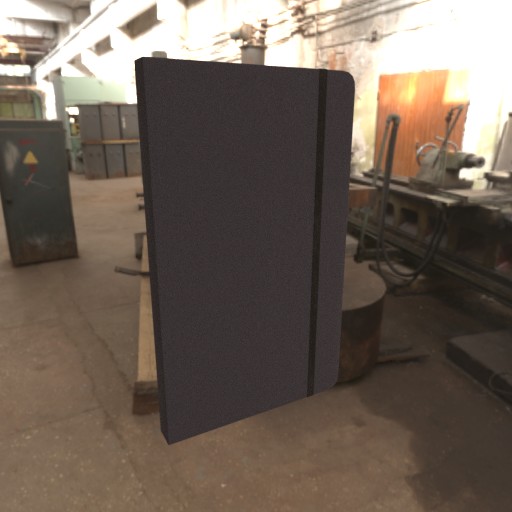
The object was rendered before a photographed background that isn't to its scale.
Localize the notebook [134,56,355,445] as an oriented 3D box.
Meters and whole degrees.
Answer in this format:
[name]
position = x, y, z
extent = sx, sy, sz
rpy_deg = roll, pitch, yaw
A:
[notebook]
position = 0.000, 0.000, 0.268
extent = 0.127, 0.213, 0.016
rpy_deg = -9, 19, -28
